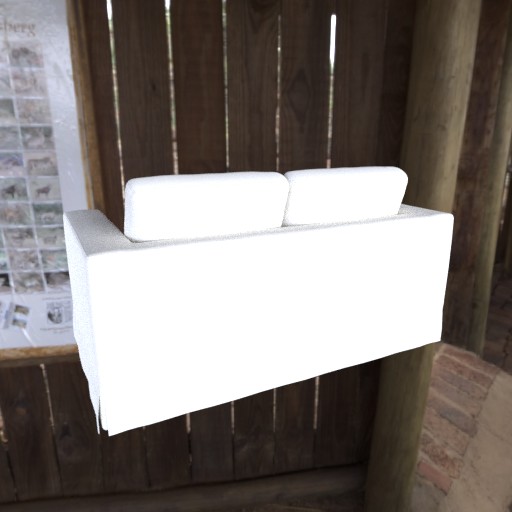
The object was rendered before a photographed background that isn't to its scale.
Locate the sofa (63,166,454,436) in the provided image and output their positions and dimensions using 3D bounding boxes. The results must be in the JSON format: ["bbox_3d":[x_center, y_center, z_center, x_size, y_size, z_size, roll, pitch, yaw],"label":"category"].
[{"bbox_3d":[0.000,0.000,2.351,1.813,0.932,1.009,-8,17,-26],"label":"sofa"}]
